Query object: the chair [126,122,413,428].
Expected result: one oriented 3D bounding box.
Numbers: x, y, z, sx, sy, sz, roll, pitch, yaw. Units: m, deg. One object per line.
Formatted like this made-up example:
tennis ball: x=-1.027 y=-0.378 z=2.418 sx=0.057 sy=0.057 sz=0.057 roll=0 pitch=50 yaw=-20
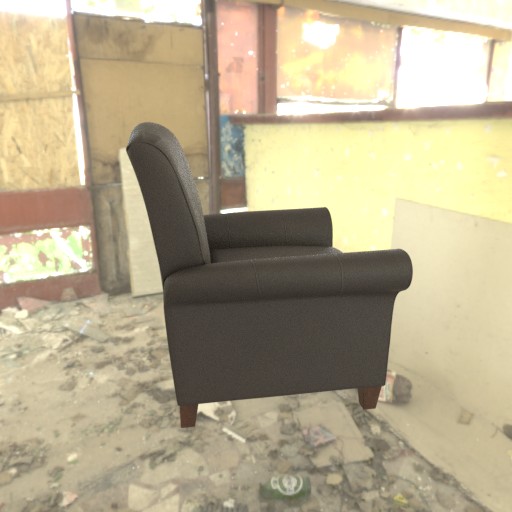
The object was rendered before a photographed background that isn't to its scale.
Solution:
chair: x=0.000 y=0.000 z=1.839 sx=0.902 sy=1.061 sz=0.978 roll=-3 pitch=16 yaw=-9
